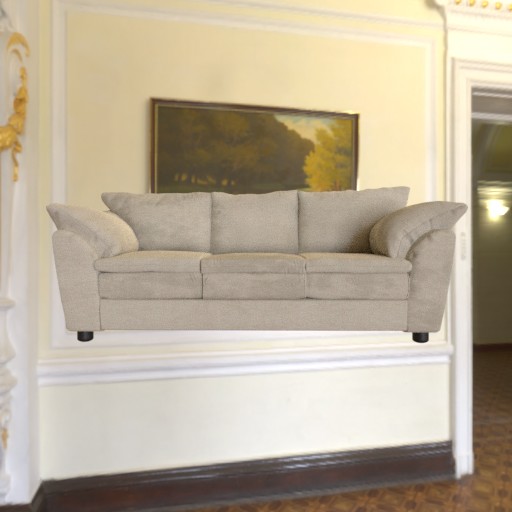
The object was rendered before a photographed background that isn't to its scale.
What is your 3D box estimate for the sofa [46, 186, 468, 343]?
[{"bbox_3d":[0.000,0.000,2.875,2.377,0.981,0.893,0,0,1],"label":"sofa"}]
